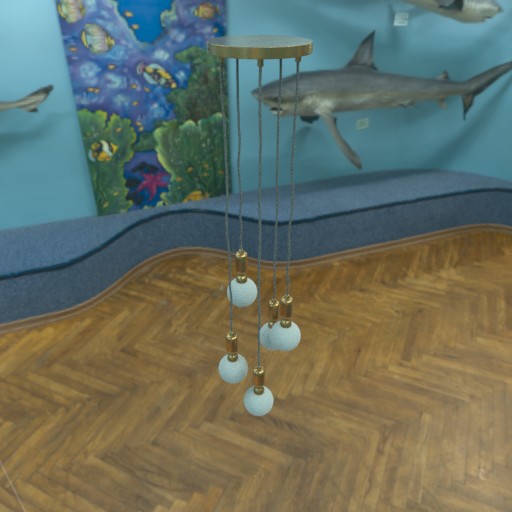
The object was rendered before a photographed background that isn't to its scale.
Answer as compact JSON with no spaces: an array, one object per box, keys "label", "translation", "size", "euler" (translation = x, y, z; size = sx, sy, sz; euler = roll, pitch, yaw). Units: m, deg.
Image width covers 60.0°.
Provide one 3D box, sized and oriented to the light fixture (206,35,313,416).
[{"label":"light fixture","translation":[0.000,0.000,0.520],"size":[0.105,0.457,0.108],"euler":[-10,33,-16]}]
